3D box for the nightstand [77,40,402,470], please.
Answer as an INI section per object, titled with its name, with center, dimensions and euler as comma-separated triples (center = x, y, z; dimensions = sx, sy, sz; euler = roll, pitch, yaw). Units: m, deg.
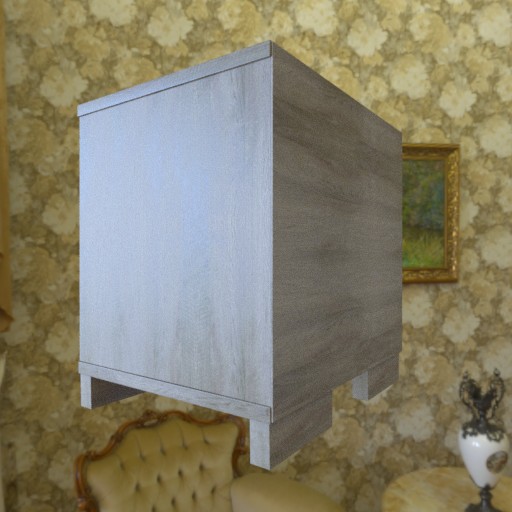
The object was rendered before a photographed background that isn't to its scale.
[nightstand]
center = 0.000, 0.000, 0.730
dimensions = 0.347, 0.448, 0.427
euler = 0, 0, 36
